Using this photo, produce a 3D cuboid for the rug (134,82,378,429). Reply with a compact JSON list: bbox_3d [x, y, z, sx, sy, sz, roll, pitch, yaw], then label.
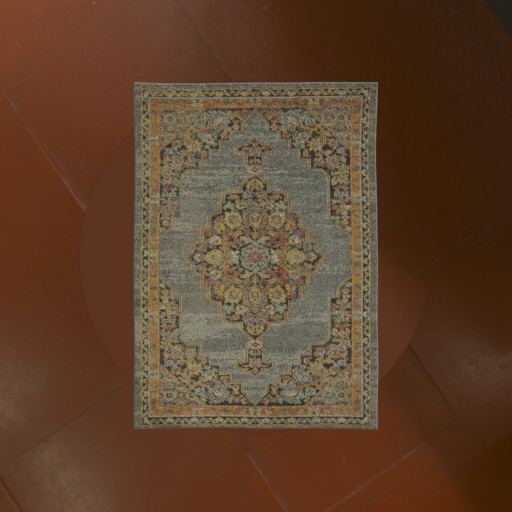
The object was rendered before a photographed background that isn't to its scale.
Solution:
[{"bbox_3d":[0.000,0.000,3.904,2.158,0.024,3.063,0,90,0],"label":"rug"}]
